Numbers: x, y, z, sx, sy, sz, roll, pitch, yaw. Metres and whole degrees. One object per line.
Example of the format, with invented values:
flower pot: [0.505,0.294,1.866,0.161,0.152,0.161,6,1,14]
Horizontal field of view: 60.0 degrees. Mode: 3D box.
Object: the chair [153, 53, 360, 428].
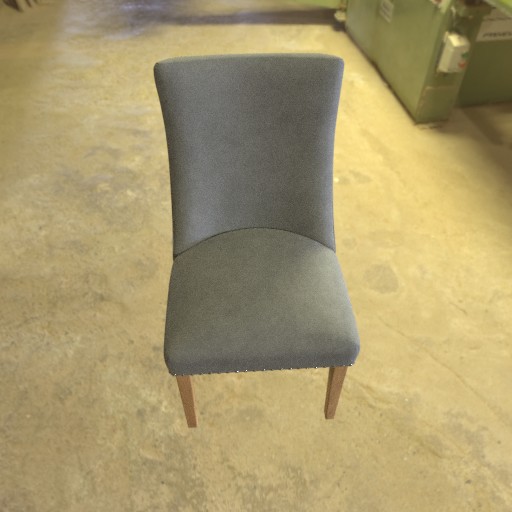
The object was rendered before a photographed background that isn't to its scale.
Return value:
chair: [0.000,0.000,1.248,0.495,0.902,0.610,-3,46,-2]
